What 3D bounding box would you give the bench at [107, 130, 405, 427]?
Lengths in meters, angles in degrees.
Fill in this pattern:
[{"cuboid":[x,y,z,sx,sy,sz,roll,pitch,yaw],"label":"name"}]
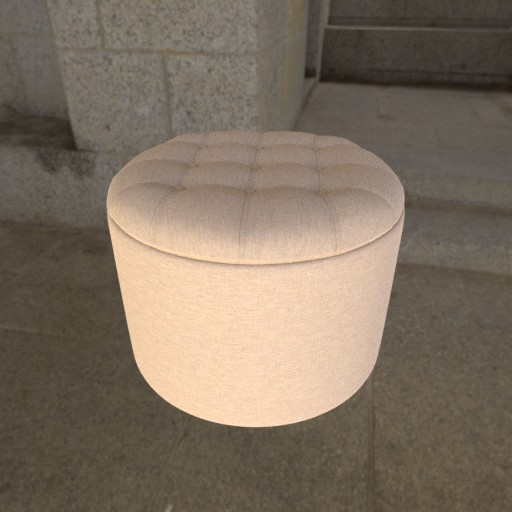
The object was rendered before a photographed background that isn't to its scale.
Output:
[{"cuboid":[0.000,0.000,1.002,0.600,0.454,0.600,0,31,0],"label":"bench"}]
